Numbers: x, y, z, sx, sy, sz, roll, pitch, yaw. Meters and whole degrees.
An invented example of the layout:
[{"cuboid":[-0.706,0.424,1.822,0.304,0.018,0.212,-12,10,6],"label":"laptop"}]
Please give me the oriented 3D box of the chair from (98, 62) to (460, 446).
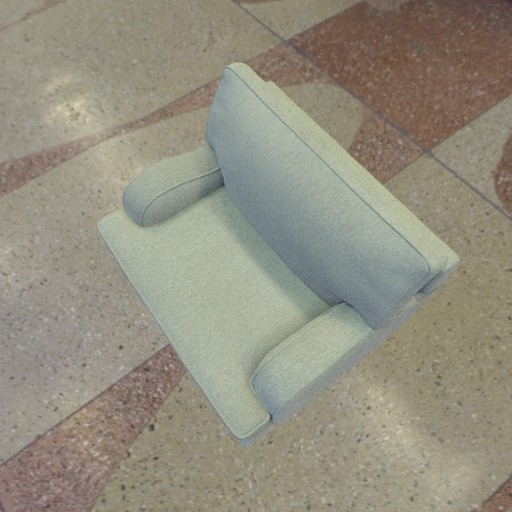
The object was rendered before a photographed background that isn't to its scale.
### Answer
[{"cuboid":[0.000,0.000,1.987,1.041,1.016,1.220,-33,67,-16],"label":"chair"}]
